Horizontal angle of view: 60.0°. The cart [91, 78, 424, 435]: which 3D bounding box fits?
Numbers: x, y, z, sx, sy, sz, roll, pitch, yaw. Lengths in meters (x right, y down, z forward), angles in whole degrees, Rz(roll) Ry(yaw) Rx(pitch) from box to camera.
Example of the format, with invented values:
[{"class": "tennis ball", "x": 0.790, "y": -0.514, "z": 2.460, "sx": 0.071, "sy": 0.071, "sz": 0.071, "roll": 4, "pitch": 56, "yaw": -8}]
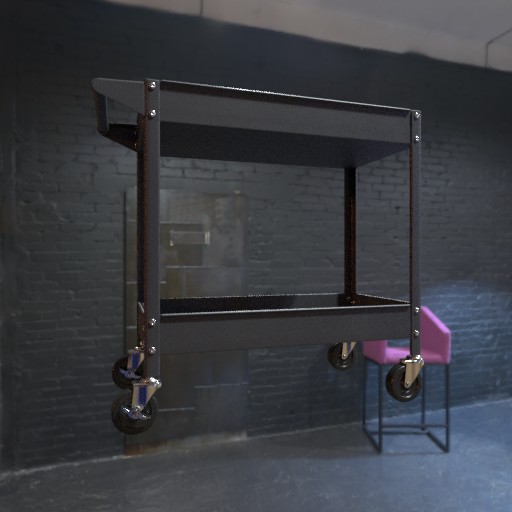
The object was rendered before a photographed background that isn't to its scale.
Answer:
[{"class": "cart", "x": 0.000, "y": 0.000, "z": 1.137, "sx": 0.779, "sy": 0.719, "sz": 0.366, "roll": 0, "pitch": 0, "yaw": -18}]
